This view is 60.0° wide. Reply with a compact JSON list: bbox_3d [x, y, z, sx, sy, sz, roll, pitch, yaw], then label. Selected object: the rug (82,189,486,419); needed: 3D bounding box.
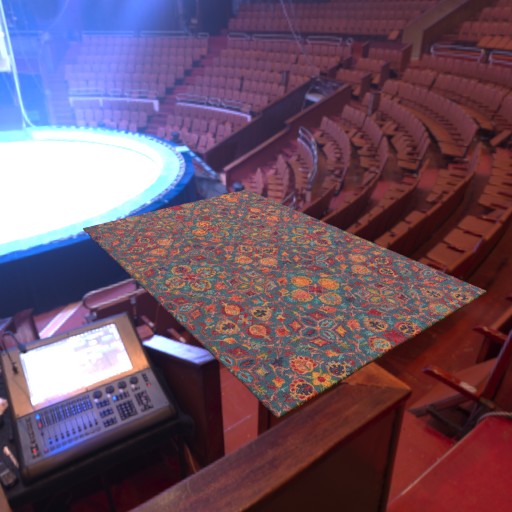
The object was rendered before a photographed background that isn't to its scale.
[{"bbox_3d":[0.000,0.000,2.318,1.216,0.014,1.836,-19,32,-33],"label":"rug"}]
